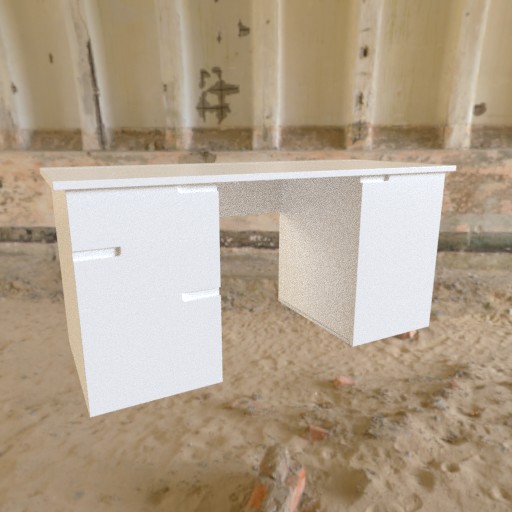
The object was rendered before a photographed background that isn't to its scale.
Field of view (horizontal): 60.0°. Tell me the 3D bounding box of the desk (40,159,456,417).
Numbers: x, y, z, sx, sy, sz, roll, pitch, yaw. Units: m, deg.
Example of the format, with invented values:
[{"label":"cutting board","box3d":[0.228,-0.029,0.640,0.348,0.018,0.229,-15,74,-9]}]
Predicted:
[{"label":"desk","box3d":[0.000,0.000,1.918,1.580,0.760,0.670,-8,17,-27]}]
